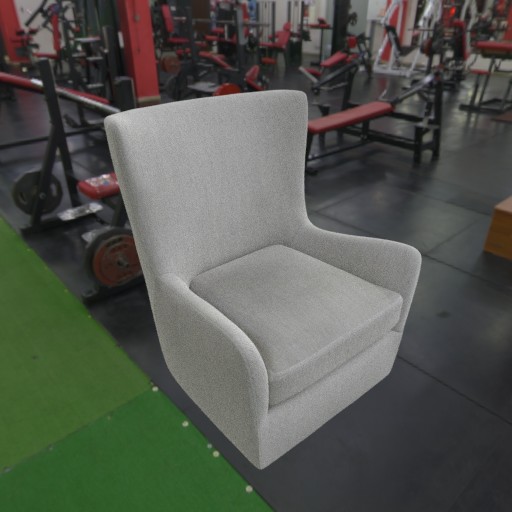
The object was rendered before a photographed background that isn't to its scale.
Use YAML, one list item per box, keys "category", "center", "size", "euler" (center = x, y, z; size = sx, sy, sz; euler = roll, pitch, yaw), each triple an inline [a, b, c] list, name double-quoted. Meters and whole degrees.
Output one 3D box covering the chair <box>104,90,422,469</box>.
- category: "chair"
  center: [0.000, 0.000, 1.598]
  size: [0.779, 1.000, 0.904]
  euler: [-22, 37, -33]
